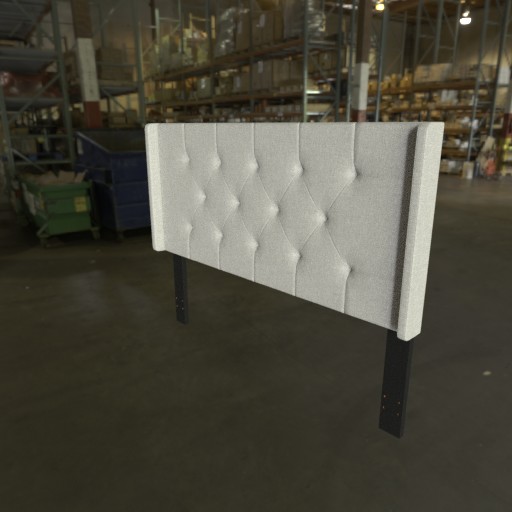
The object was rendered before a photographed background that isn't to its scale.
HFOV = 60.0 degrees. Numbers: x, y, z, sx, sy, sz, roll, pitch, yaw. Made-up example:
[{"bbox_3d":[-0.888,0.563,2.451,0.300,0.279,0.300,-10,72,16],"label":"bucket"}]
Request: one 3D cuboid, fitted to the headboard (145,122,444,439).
[{"bbox_3d":[0.000,0.000,2.648,0.184,1.524,2.051,-15,22,-42],"label":"headboard"}]
